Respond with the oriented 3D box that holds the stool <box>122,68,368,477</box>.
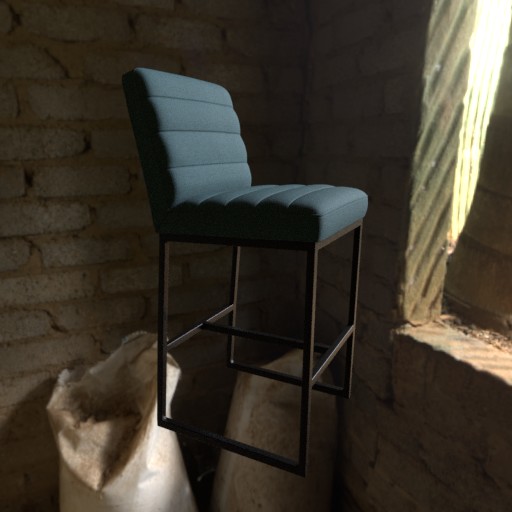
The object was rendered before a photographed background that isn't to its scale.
[{"bbox_3d":[0.000,0.000,1.333,0.560,1.040,0.460,7,16,26],"label":"stool"}]
